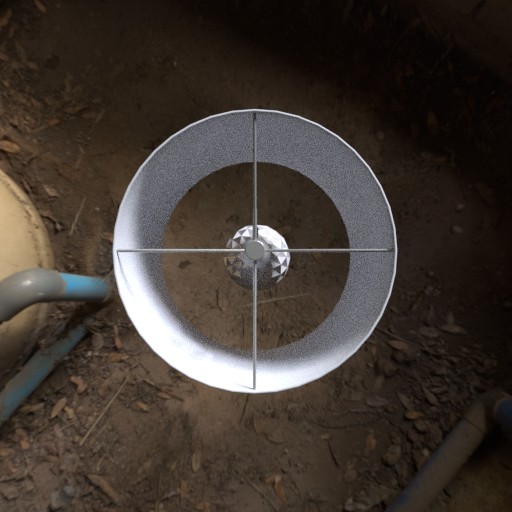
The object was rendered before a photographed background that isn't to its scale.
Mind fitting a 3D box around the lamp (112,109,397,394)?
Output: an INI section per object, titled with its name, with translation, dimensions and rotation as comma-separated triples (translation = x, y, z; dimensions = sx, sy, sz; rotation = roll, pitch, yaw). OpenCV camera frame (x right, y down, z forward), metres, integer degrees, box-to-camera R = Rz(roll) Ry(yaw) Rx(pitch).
[lamp]
translation = 0.000, 0.000, 0.718
dimensions = 0.297, 0.522, 0.297
rotation = 0, 89, 0
